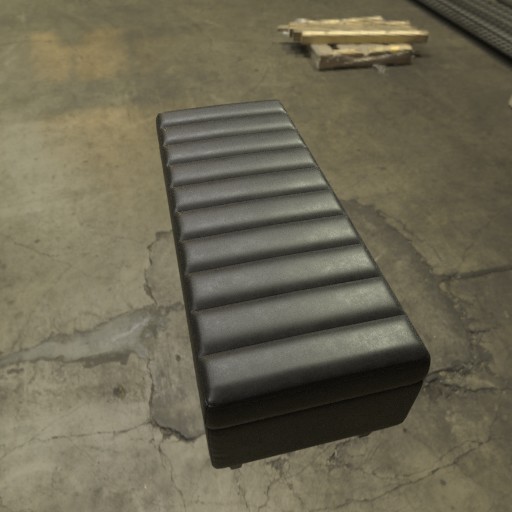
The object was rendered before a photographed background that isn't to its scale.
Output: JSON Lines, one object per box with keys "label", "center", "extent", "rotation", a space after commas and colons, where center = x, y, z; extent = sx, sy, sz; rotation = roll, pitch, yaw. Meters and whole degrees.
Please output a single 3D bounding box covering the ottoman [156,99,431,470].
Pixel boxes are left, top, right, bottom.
{"label": "ottoman", "center": [0.000, 0.000, 1.381], "extent": [0.482, 0.469, 1.151], "rotation": [-10, 46, -9]}
